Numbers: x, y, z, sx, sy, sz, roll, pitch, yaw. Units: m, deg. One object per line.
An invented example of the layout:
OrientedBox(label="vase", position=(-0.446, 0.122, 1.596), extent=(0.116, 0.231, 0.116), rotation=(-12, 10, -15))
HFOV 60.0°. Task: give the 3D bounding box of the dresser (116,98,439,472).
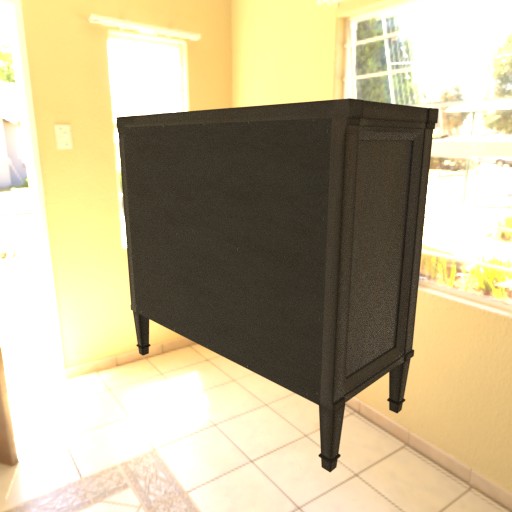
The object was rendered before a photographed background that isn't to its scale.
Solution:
OrientedBox(label="dresser", position=(0.000, 0.000, 1.609), extent=(0.463, 0.986, 1.049), rotation=(-14, 20, -43))
